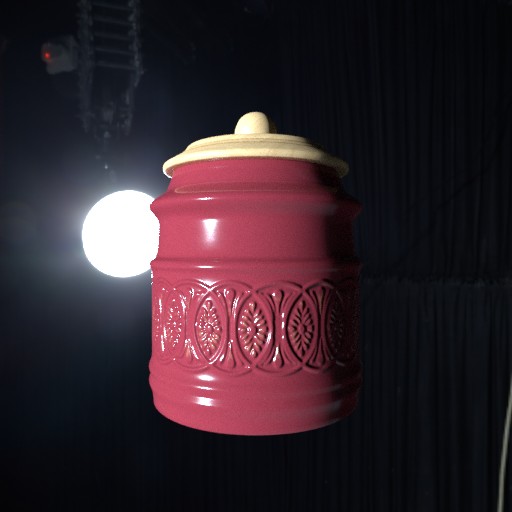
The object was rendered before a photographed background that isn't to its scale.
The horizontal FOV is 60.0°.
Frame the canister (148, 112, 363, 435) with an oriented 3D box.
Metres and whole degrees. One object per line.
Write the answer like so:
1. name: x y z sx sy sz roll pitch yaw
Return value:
1. canister: 0.000 0.000 0.275 0.130 0.176 0.130 0 1 0
